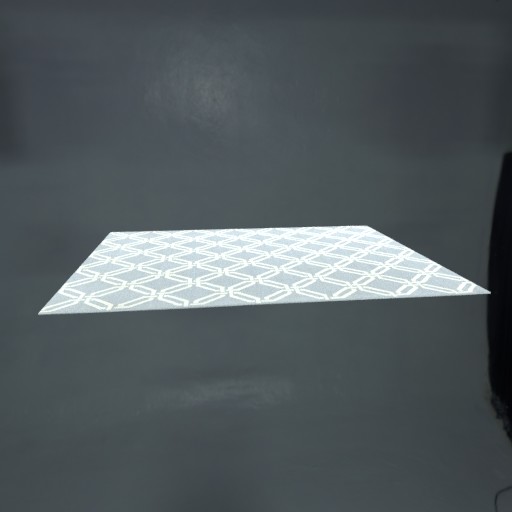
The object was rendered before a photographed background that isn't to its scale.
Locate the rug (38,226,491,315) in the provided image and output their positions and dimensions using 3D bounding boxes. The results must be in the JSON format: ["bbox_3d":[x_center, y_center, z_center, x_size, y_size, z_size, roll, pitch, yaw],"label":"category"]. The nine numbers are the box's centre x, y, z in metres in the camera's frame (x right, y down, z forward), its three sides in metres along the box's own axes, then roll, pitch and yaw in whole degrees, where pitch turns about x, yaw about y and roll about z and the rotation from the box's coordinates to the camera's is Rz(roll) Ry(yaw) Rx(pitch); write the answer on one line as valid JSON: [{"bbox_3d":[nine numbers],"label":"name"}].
[{"bbox_3d":[0.000,0.000,3.893,2.895,0.018,2.288,-2,15,-7],"label":"rug"}]
